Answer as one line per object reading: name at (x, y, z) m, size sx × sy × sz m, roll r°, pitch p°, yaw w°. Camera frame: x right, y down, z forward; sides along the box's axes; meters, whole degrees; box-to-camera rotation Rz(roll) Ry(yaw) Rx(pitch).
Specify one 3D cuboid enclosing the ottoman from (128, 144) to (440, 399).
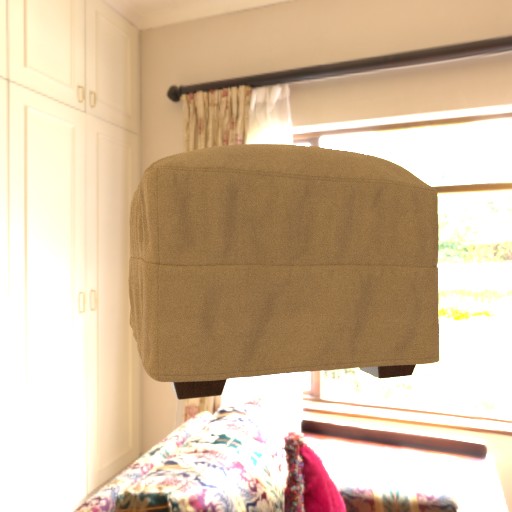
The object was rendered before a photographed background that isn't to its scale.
ottoman at (0.000, 0.000, 1.087) m, size 0.584 × 0.480 × 0.712 m, roll 0°, pitch 0°, yaw -18°
